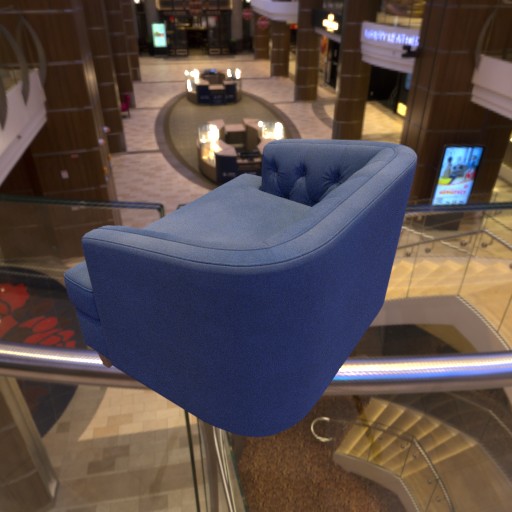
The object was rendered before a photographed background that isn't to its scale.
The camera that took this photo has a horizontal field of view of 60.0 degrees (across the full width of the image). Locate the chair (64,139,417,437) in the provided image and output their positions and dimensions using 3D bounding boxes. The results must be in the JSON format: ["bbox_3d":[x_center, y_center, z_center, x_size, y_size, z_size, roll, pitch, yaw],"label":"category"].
[{"bbox_3d":[0.000,0.000,1.738,0.914,0.787,1.118,20,38,28],"label":"chair"}]
